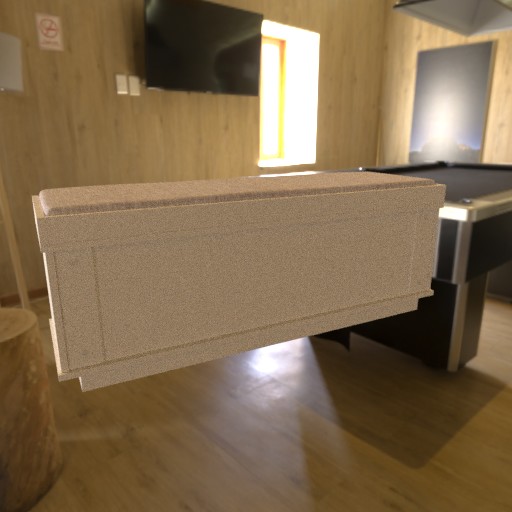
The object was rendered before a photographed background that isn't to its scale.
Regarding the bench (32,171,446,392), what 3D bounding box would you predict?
[{"bbox_3d":[0.000,0.000,1.381,1.196,0.453,0.363,-8,18,-26],"label":"bench"}]
